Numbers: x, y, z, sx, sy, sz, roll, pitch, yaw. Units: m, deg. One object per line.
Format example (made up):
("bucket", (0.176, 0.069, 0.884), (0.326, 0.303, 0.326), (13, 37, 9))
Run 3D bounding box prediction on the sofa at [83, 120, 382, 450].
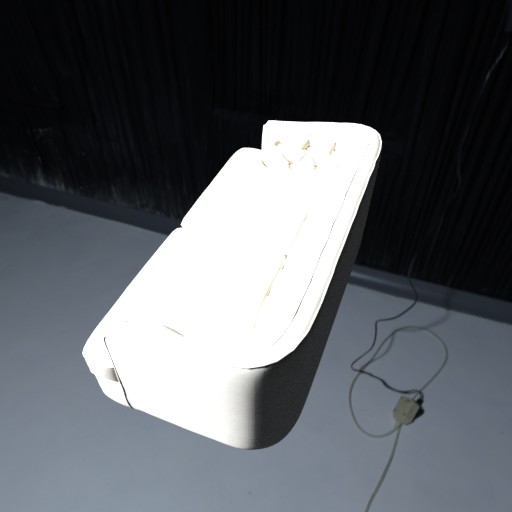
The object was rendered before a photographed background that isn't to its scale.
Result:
("sofa", (0.000, 0.000, 2.316), (0.940, 0.878, 1.731), (16, 48, 15))
